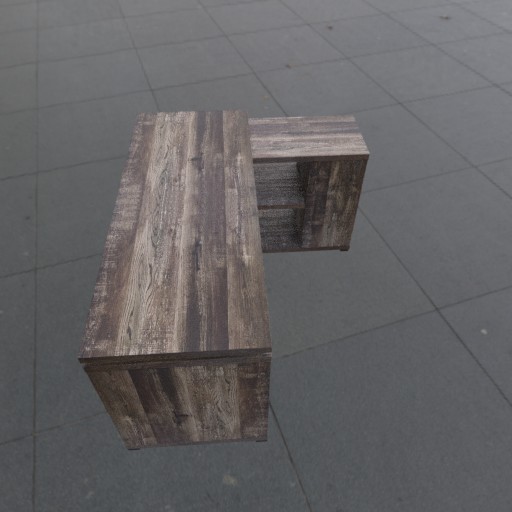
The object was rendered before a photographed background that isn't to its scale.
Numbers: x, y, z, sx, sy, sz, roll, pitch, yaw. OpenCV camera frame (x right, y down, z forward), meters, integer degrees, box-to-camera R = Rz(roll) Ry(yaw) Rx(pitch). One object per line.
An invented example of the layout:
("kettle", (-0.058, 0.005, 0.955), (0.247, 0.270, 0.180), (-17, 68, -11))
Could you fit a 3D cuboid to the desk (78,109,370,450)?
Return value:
("desk", (0.000, 0.000, 2.189), (1.200, 0.753, 1.524), (-3, 46, -3))
